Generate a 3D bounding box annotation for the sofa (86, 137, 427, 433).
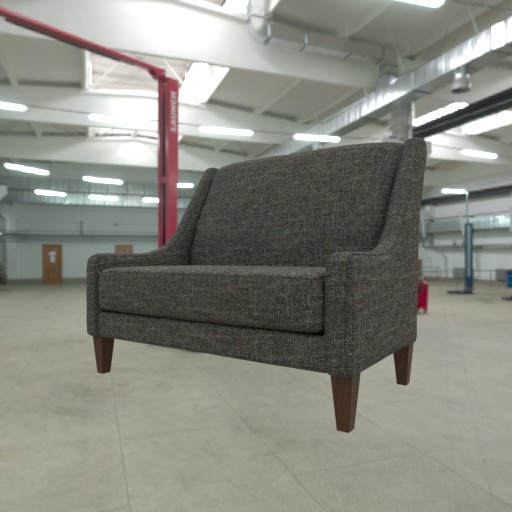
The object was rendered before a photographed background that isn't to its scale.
[{"bbox_3d":[0.000,0.000,1.914,1.242,1.021,0.870,0,0,35],"label":"sofa"}]
